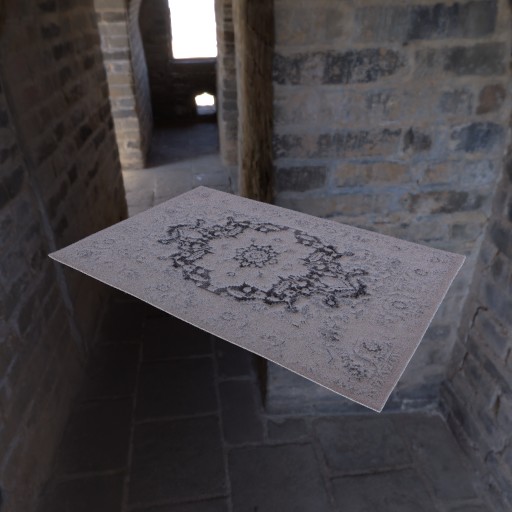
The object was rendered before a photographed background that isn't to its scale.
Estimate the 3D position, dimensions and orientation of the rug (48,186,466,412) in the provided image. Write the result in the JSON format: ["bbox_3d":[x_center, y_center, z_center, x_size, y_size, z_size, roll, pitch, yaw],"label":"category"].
[{"bbox_3d":[0.000,0.000,2.309,1.813,0.008,1.223,19,35,29],"label":"rug"}]
